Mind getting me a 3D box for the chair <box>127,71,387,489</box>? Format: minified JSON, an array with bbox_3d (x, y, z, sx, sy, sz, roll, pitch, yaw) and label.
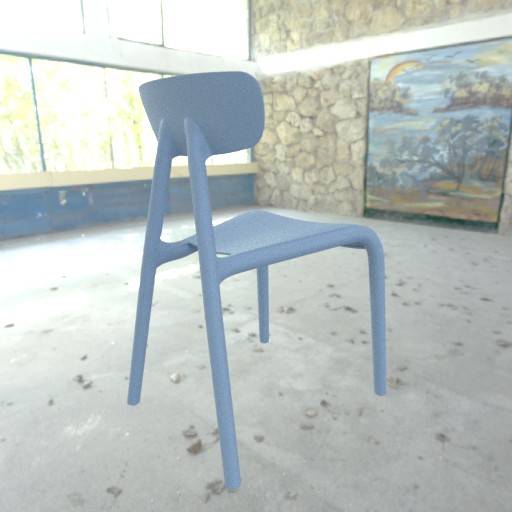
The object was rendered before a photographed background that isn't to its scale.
[{"bbox_3d":[0.000,0.000,0.814,0.401,0.580,0.356,-13,19,-42],"label":"chair"}]
